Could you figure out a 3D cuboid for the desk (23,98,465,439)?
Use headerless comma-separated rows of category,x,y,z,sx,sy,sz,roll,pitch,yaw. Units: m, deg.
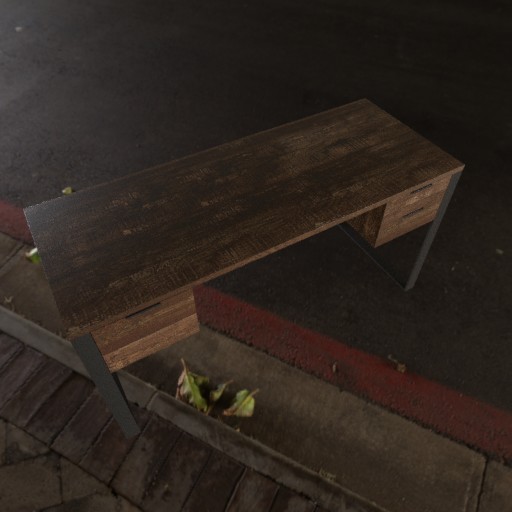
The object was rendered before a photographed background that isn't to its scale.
desk,0.000,0.000,1.907,1.524,0.762,0.599,-23,52,-20
